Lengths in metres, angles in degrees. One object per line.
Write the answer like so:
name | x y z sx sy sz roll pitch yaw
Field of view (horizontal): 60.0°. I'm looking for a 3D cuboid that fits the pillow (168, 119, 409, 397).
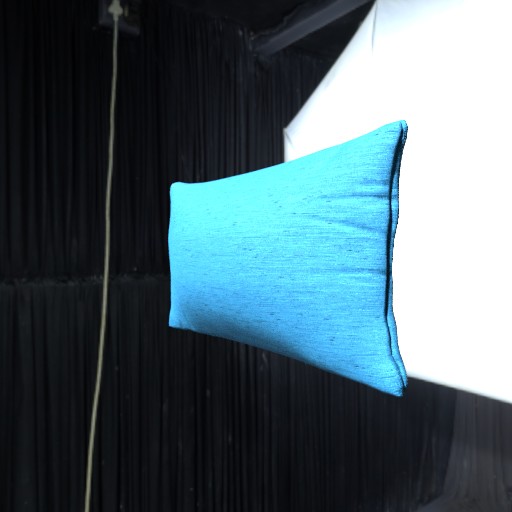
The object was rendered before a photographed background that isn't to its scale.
pillow | 0.000 0.000 0.792 0.210 0.338 0.633 0 0 -36
